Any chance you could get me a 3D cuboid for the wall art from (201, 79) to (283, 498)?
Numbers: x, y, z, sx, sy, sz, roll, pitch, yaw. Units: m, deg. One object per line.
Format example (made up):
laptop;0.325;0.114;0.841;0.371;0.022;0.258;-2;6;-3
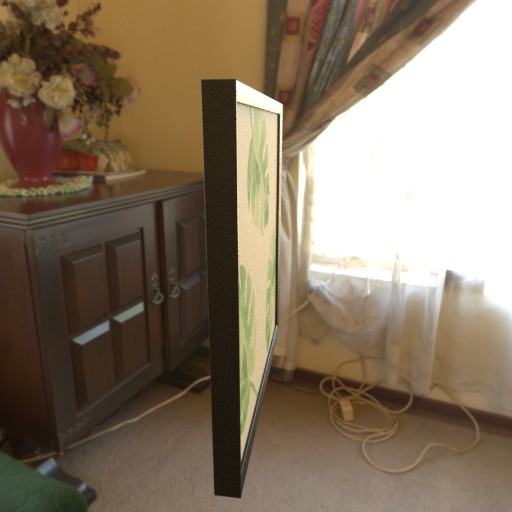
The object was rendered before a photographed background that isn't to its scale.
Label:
wall art;0.000;0.000;0.747;0.036;0.508;0.508;2;16;8
